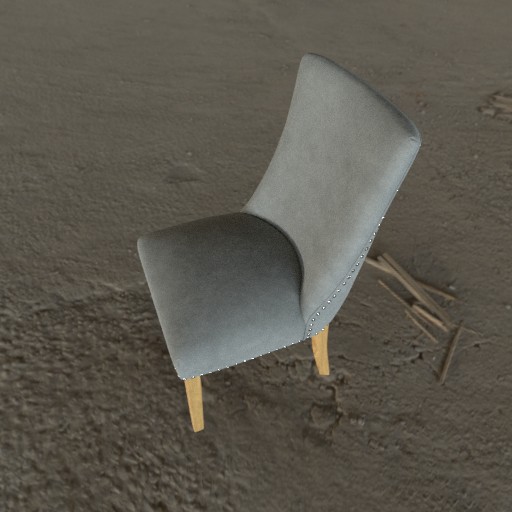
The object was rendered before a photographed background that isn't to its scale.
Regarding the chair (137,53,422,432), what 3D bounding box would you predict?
[{"bbox_3d":[0.000,0.000,1.258,0.610,0.902,0.495,-16,48,-15],"label":"chair"}]
